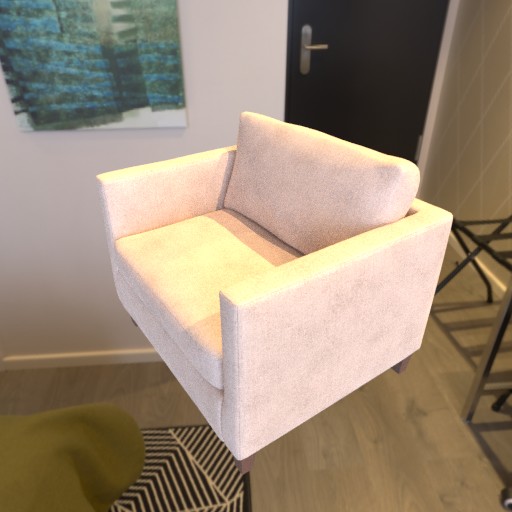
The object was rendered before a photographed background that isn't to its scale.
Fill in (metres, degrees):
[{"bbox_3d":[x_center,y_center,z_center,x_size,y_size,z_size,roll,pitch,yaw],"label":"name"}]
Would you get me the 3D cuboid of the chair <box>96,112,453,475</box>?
[{"bbox_3d":[0.000,0.000,1.847,0.959,0.961,1.133,-20,37,-29],"label":"chair"}]
